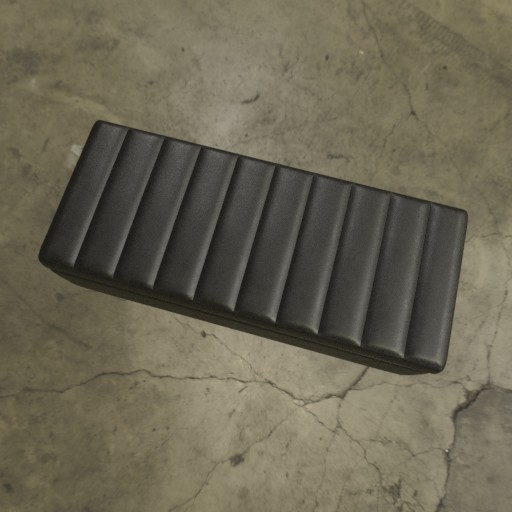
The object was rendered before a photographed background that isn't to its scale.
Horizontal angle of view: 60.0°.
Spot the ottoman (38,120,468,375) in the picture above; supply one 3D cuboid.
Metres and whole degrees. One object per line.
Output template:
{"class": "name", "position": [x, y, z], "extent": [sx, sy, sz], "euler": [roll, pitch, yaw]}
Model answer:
{"class": "ottoman", "position": [0.000, 0.000, 1.441], "extent": [1.151, 0.469, 0.482], "euler": [15, 74, 4]}
